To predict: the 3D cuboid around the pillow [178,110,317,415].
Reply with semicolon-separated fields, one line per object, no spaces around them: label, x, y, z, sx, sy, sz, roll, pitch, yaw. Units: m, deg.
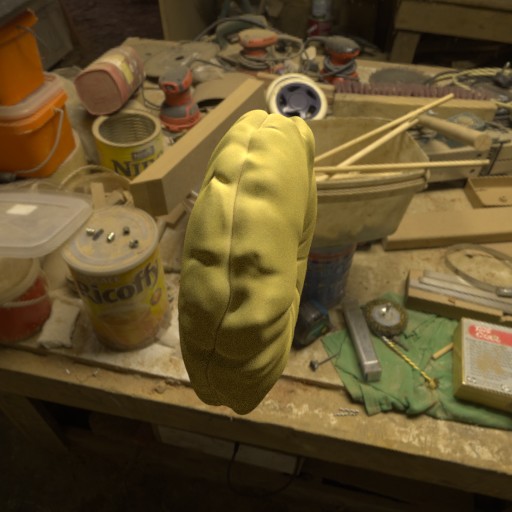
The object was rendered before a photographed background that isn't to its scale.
pillow;0.000;0.000;0.654;0.148;0.407;0.428;10;48;9
